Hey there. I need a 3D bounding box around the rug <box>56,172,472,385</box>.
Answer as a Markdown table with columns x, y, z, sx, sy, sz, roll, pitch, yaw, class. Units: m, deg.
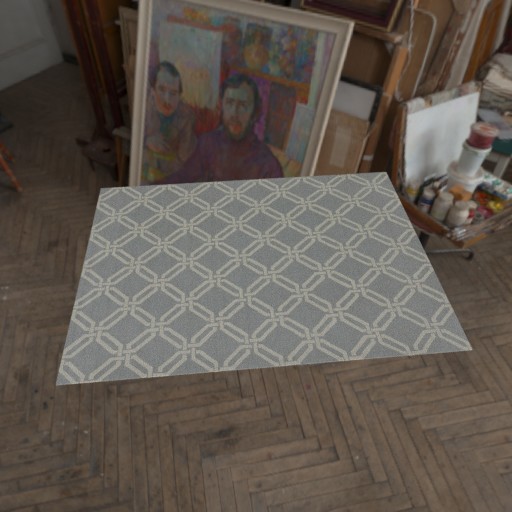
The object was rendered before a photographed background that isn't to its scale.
| x | y | z | sx | sy | sz | roll | pitch | yaw | class |
| --- | --- | --- | --- | --- | --- | --- | --- | --- | --- |
| 0.000 | 0.000 | 4.373 | 3.353 | 0.013 | 2.438 | -4 | 47 | -4 | rug |
